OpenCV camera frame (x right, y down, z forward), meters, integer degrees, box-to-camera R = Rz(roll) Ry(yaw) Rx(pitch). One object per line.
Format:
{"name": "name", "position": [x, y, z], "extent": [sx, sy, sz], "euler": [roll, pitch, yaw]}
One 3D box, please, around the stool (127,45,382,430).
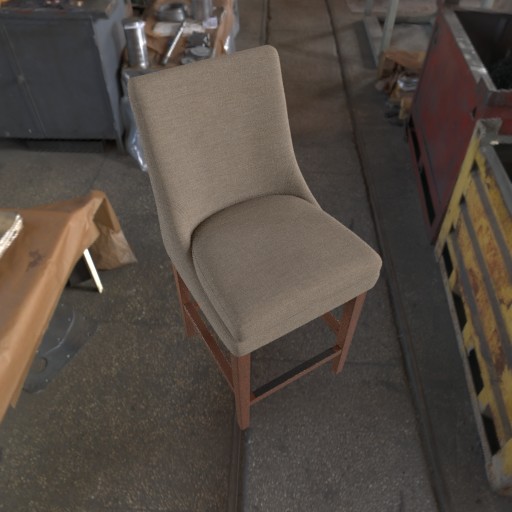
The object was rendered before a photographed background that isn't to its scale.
{"name": "stool", "position": [0.000, 0.000, 1.325], "extent": [0.470, 0.981, 0.577], "euler": [-24, 51, -21]}
